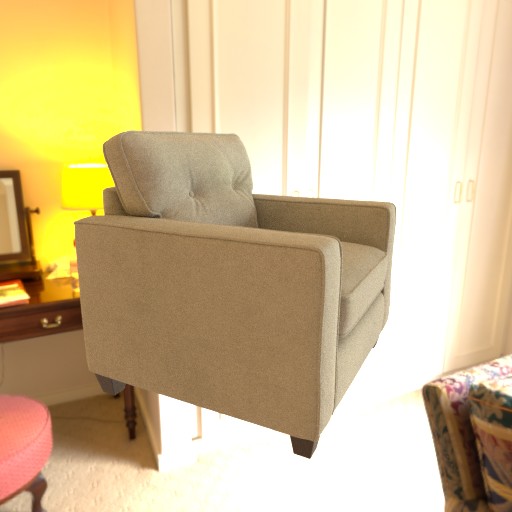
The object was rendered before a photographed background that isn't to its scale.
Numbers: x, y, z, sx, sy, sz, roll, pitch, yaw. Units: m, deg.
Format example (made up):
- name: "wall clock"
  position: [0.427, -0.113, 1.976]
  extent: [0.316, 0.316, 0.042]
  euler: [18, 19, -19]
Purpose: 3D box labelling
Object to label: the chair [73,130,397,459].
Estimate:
- name: "chair"
  position: [0.000, 0.000, 1.780]
  extent: [0.939, 0.965, 1.015]
  euler: [7, 16, 26]
